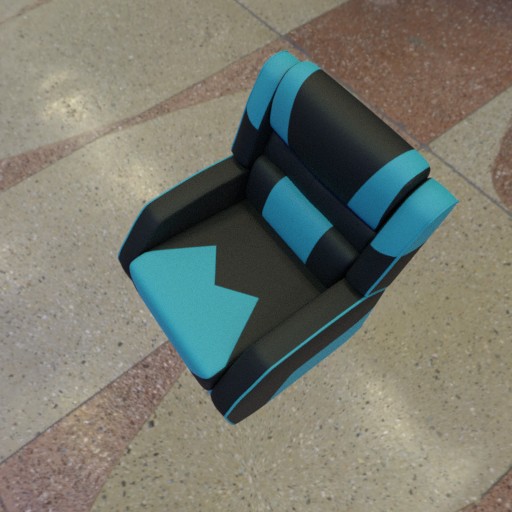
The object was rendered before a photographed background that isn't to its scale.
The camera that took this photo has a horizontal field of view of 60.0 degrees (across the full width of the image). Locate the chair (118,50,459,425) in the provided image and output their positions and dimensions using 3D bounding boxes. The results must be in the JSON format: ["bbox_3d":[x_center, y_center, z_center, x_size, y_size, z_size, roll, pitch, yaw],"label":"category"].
[{"bbox_3d":[0.000,0.000,1.303,0.672,0.805,0.620,-33,67,-16],"label":"chair"}]
